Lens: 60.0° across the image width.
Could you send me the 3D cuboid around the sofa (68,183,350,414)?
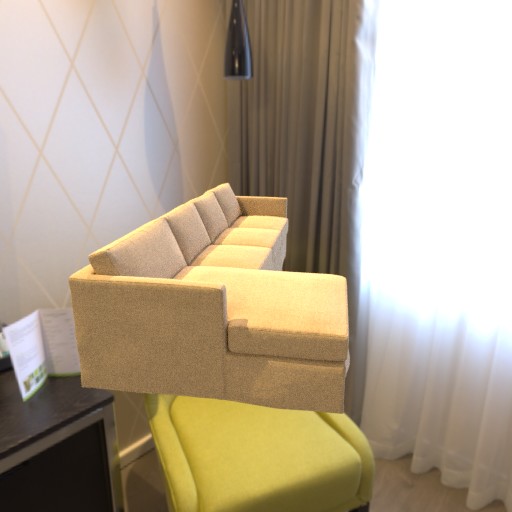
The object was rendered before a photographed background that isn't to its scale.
[{"bbox_3d":[0.000,0.000,3.964,1.650,0.922,3.205,3,17,10],"label":"sofa"}]
